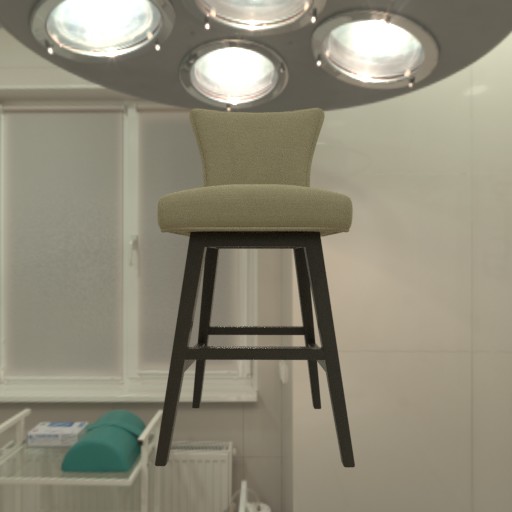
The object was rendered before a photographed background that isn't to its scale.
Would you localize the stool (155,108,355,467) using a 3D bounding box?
[{"bbox_3d":[0.000,0.000,1.415,0.514,1.086,0.574,0,0,1],"label":"stool"}]
